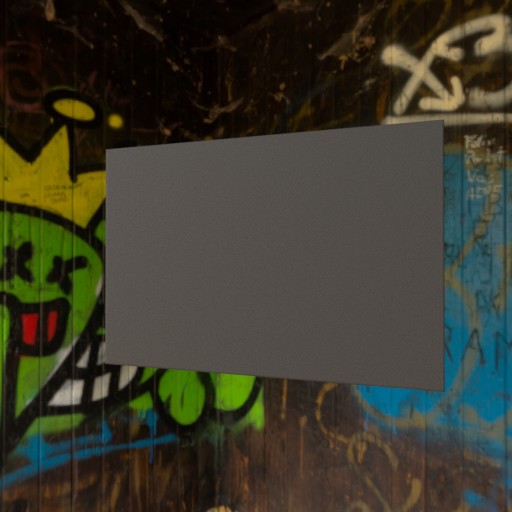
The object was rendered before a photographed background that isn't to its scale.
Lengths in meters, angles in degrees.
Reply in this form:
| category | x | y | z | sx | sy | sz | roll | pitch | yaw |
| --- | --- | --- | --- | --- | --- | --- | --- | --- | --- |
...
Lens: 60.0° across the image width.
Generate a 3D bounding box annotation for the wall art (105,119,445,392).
| category | x | y | z | sx | sy | sz | roll | pitch | yaw |
| --- | --- | --- | --- | --- | --- | --- | --- | --- | --- |
| wall art | 0.000 | 0.000 | 1.223 | 0.958 | 0.656 | 0.026 | 0 | -1 | 18 |
